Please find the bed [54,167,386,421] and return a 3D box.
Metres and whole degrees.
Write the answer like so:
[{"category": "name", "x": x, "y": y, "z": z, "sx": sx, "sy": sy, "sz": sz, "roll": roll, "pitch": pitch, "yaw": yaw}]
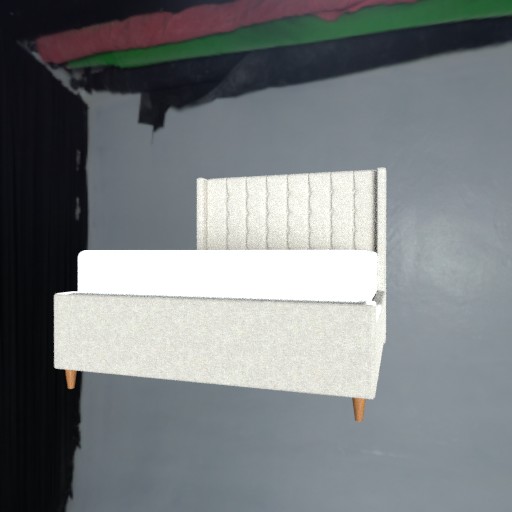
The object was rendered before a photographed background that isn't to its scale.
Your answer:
[{"category": "bed", "x": 0.000, "y": 0.000, "z": 3.719, "sx": 2.045, "sy": 1.743, "sz": 2.370, "roll": 0, "pitch": 0, "yaw": 18}]
